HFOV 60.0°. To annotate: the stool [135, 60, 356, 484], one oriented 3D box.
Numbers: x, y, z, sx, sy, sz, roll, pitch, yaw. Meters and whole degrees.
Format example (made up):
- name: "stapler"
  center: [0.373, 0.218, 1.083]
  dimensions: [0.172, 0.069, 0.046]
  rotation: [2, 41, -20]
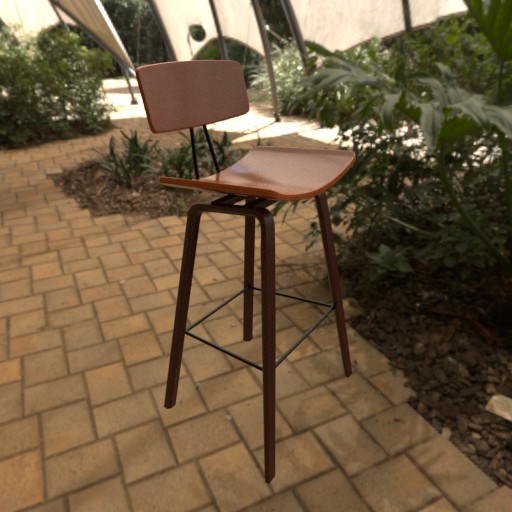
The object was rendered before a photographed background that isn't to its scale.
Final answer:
- name: "stool"
  center: [0.000, 0.000, 1.215]
  dimensions: [0.440, 0.969, 0.509]
  rotation: [17, 31, 31]
